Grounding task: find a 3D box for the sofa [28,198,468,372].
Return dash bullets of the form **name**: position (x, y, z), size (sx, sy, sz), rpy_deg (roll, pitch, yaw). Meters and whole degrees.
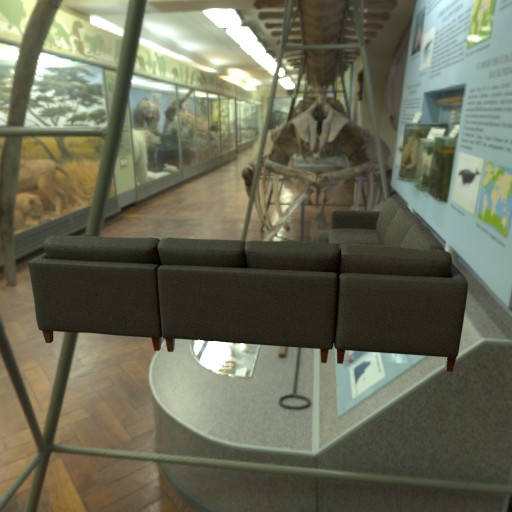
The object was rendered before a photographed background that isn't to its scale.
- **sofa**: position (0.000, 0.000, 4.655), size (3.460, 0.961, 2.594), rpy_deg (2, 17, 8)
